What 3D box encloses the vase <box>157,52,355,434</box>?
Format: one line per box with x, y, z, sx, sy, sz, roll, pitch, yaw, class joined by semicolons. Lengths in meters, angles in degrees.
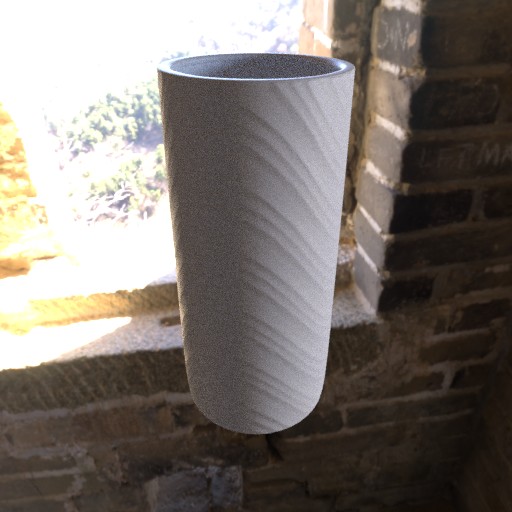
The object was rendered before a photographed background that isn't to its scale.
0.000;0.000;0.393;0.143;0.316;0.143;0;31;0;vase
